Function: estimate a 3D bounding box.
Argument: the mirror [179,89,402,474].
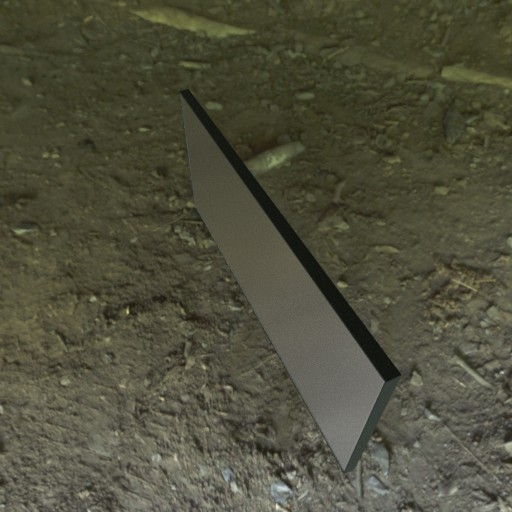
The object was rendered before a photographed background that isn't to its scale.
[{"bbox_3d":[0.000,0.000,1.802,0.047,0.692,1.584,-19,50,-16],"label":"mirror"}]
